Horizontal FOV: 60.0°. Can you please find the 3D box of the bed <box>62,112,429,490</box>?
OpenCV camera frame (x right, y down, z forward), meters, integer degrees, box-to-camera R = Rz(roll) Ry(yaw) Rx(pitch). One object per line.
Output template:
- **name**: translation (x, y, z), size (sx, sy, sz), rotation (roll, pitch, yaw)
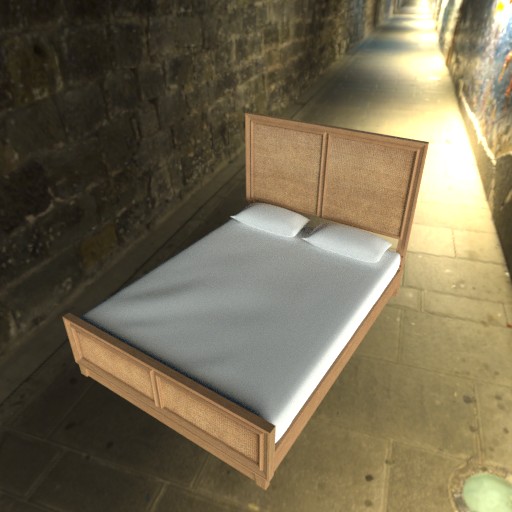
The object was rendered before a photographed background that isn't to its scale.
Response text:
- **bed**: translation (0.000, 0.000, 3.216), size (1.606, 1.387, 2.184), rotation (19, 36, 28)
